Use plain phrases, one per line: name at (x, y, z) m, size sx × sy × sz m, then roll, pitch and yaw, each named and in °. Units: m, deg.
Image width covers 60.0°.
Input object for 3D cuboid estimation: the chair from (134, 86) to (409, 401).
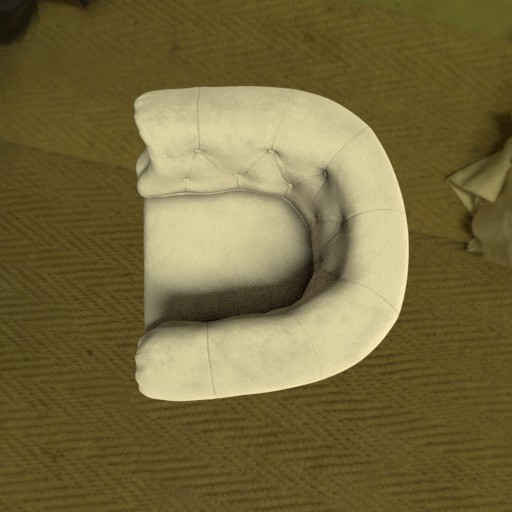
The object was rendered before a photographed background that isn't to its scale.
chair at (0.000, 0.000, 1.566) m, size 0.851 × 0.826 × 0.904 m, roll -4°, pitch 76°, yaw -1°
